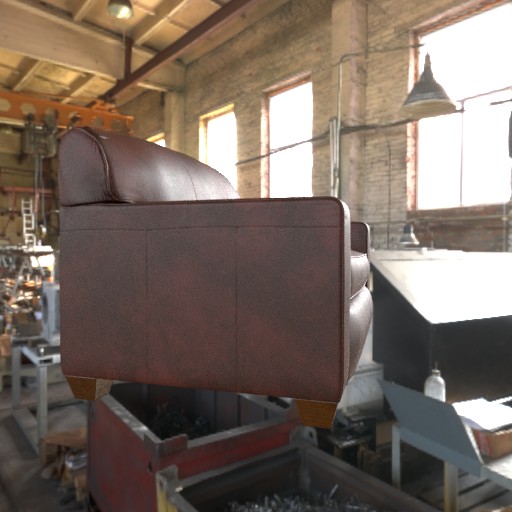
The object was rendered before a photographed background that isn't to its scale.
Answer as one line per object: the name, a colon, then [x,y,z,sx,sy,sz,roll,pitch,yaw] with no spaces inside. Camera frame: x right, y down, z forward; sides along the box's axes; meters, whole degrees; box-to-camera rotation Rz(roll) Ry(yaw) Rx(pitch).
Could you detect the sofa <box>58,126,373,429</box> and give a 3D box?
sofa: [0.000,0.000,1.998,1.000,0.956,1.413,0,1,17]
